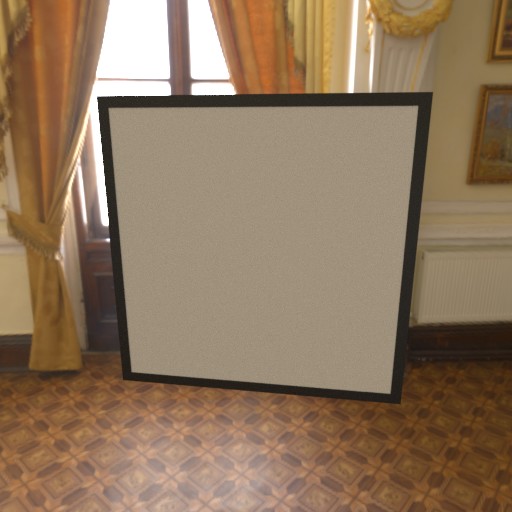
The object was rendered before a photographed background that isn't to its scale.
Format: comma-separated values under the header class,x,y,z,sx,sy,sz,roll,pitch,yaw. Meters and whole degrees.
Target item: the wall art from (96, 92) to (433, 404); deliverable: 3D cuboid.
class,x,y,z,sx,sy,sz,roll,pitch,yaw
wall art,0.000,0.000,1.175,0.807,0.807,0.022,2,16,8
